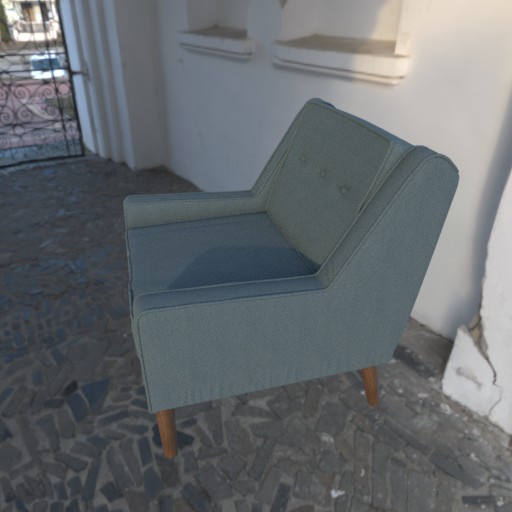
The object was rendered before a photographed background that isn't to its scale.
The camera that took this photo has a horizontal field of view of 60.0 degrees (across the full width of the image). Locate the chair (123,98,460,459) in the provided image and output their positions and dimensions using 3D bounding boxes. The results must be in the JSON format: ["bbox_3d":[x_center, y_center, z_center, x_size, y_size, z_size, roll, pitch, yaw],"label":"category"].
[{"bbox_3d":[0.000,0.000,1.297,0.733,0.780,0.663,-8,31,-14],"label":"chair"}]
